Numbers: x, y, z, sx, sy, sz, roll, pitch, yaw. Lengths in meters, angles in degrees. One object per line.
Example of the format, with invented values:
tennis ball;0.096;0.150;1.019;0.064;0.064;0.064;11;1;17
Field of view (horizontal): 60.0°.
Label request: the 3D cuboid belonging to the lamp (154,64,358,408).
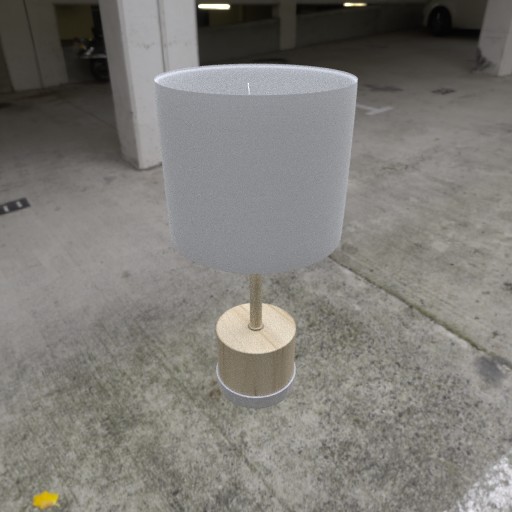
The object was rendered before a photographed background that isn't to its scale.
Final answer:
lamp;0.000;0.000;0.620;0.229;0.470;0.229;-20;35;-30
